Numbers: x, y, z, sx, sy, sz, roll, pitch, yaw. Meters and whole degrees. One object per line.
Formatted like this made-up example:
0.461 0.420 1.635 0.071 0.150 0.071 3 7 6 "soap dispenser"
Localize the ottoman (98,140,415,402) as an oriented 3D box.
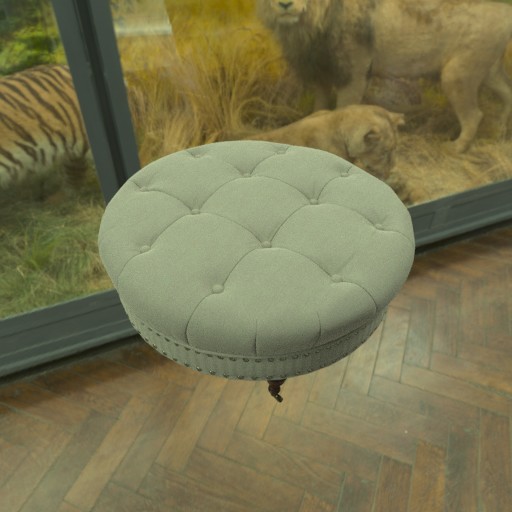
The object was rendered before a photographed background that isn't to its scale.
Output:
0.000 0.000 1.392 0.901 0.439 0.901 0 41 0 "ottoman"
